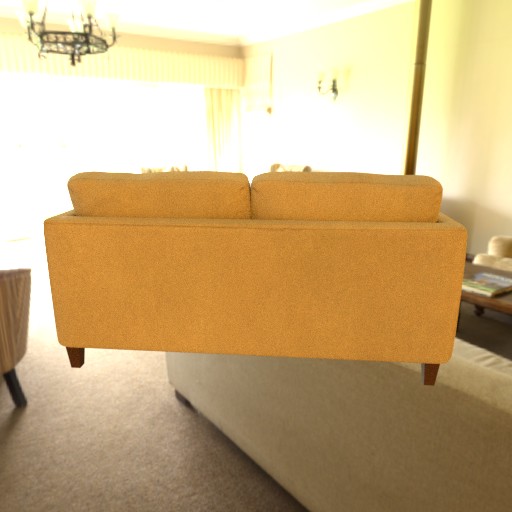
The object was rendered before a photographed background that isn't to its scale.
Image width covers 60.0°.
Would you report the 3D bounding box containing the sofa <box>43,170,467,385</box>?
[{"bbox_3d":[0.000,0.000,2.381,1.846,0.940,0.950,1,16,5],"label":"sofa"}]
